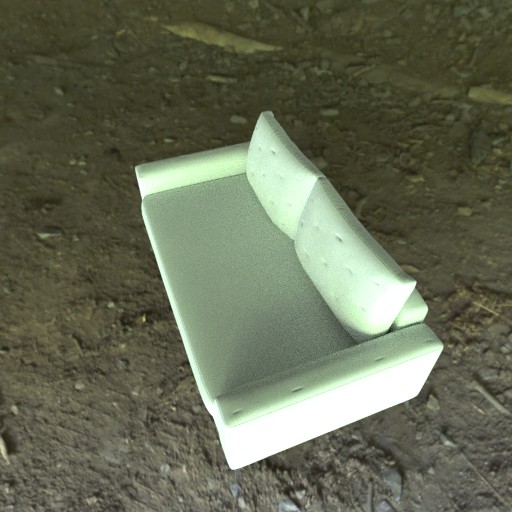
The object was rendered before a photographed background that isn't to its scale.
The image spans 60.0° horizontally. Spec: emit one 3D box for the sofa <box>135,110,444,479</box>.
[{"bbox_3d":[0.000,0.000,2.188,0.920,0.790,1.650,-16,48,-15],"label":"sofa"}]
